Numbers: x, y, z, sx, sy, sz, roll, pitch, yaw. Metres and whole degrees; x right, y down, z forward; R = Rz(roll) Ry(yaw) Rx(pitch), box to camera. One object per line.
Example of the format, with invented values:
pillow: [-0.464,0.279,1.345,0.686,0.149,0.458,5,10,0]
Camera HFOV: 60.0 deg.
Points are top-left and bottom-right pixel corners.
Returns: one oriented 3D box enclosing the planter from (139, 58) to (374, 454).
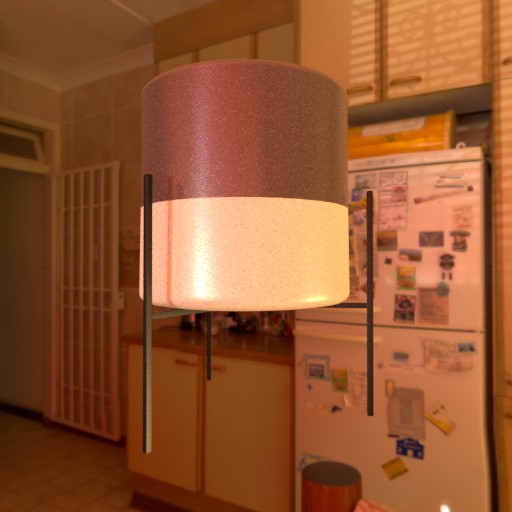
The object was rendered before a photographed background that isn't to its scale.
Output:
planter: [0.000,0.000,0.517,0.260,0.353,0.250,0,-1,0]
